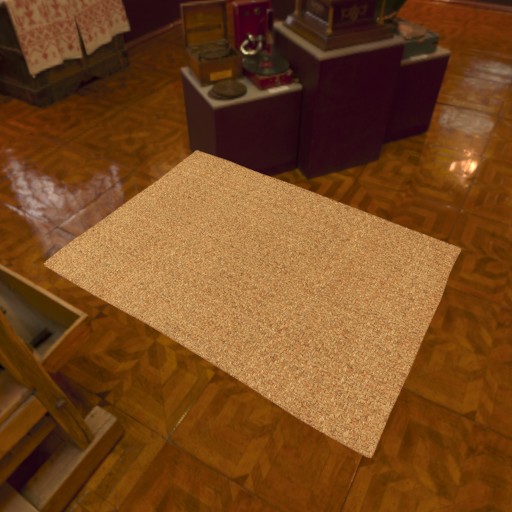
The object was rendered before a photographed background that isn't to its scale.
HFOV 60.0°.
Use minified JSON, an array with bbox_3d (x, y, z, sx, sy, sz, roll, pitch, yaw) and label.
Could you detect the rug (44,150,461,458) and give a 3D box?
[{"bbox_3d":[0.000,0.000,2.754,2.141,0.013,1.566,24,50,22],"label":"rug"}]
